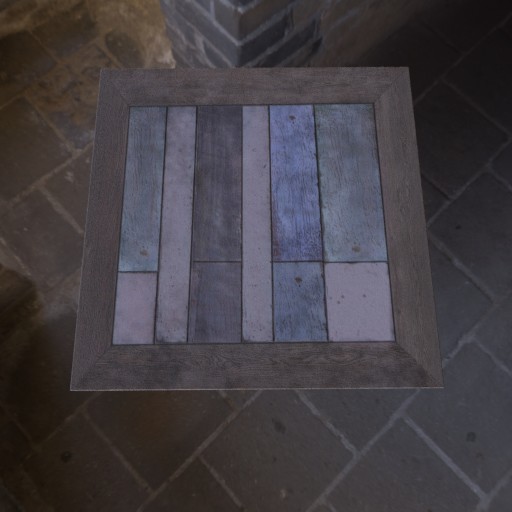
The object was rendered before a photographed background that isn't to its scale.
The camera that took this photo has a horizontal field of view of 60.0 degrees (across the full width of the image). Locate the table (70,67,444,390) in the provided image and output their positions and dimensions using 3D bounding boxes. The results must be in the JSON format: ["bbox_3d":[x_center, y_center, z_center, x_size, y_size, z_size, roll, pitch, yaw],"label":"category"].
[{"bbox_3d":[0.000,0.000,1.093,0.610,0.610,0.610,0,75,0],"label":"table"}]
